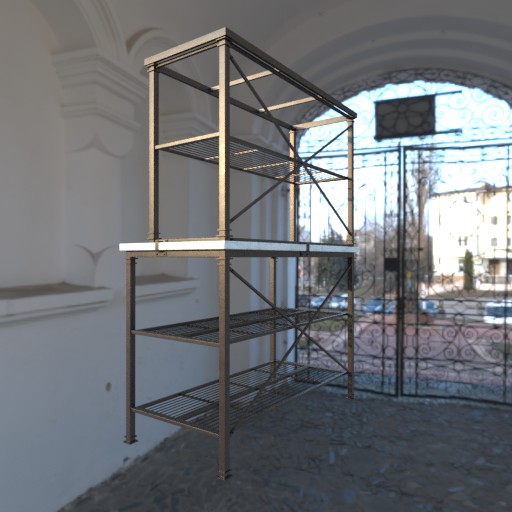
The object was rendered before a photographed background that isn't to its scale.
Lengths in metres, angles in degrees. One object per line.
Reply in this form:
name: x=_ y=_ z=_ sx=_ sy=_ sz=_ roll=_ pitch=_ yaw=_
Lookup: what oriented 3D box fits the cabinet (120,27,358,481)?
cabinet: x=0.000 y=0.000 z=2.260 sx=0.610 sy=1.659 sz=1.210 roll=0 pitch=0 yaw=36
